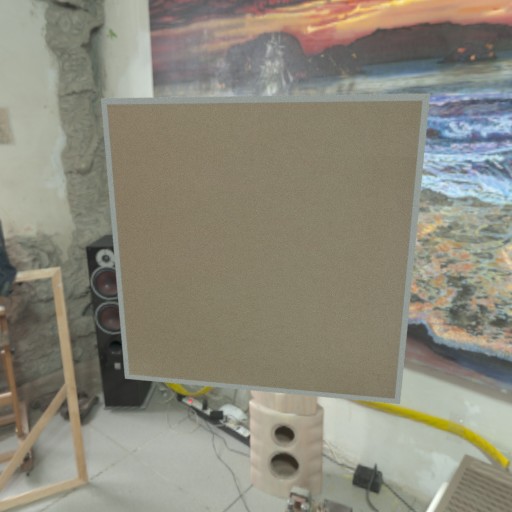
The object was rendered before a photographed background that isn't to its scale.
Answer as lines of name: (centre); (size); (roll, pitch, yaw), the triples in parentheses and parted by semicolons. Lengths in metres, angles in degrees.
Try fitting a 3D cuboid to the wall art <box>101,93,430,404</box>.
wall art: (0.000, 0.000, 0.670); (0.456, 0.456, 0.007); (3, 15, 9)
